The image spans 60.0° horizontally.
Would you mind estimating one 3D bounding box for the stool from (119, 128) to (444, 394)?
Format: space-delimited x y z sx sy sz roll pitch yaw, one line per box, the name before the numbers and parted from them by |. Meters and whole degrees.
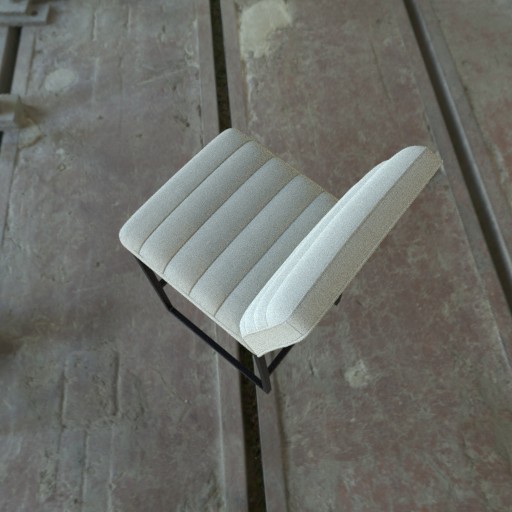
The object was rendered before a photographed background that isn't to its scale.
stool | 0.000 0.000 1.245 0.560 0.940 0.460 37 71 15
